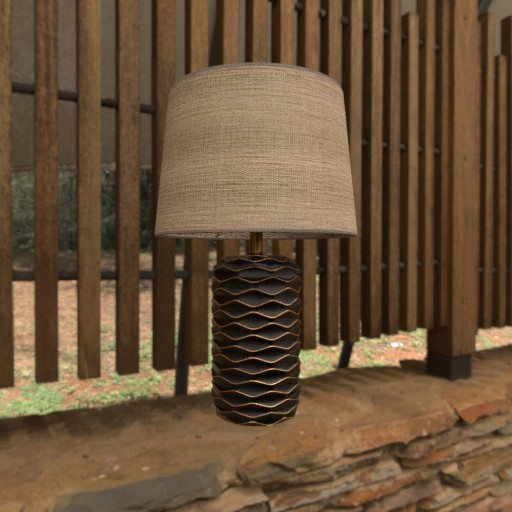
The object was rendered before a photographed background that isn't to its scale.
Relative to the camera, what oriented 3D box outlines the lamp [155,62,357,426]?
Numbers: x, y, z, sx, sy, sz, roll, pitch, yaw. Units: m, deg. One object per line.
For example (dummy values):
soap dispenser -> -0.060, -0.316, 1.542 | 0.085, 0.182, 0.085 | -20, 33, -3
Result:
lamp -> 0.000, 0.000, 0.842 | 0.376, 0.594, 0.376 | 0, 0, 0
